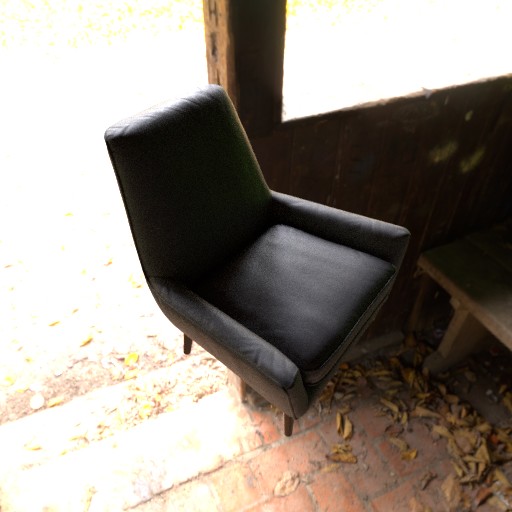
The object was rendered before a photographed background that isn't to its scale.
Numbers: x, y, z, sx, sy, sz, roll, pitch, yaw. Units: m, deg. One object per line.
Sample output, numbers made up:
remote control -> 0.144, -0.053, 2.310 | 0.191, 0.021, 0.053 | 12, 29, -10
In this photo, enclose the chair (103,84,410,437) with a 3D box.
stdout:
chair -> 0.000, 0.000, 1.510 | 0.822, 0.888, 0.787 | 26, 48, 27
